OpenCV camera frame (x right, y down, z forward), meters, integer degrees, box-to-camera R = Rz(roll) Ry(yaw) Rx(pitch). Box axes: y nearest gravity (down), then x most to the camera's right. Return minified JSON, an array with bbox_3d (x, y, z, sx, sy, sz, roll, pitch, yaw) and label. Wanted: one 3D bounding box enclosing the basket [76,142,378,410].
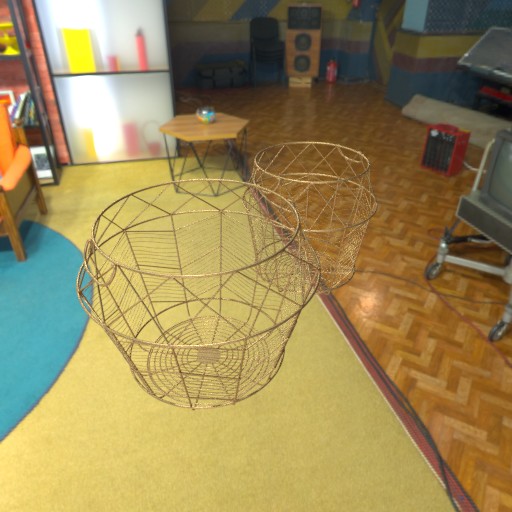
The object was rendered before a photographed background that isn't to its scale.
[{"bbox_3d":[0.000,0.000,1.004,0.451,0.343,0.805,21,38,30],"label":"basket"}]
